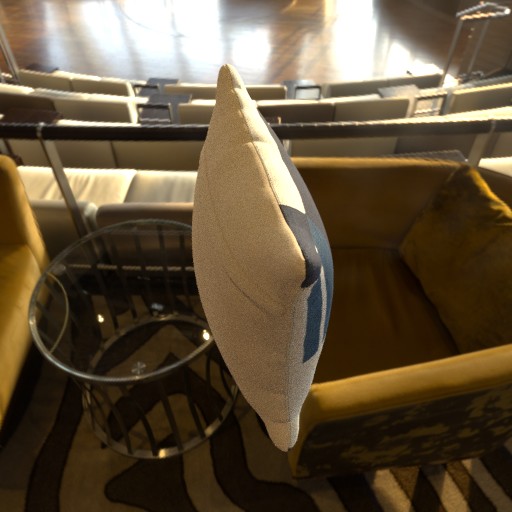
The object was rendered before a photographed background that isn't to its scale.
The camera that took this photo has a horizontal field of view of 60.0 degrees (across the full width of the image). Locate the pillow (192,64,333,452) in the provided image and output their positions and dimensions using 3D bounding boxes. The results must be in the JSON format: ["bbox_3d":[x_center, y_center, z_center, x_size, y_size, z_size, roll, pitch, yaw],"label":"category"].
[{"bbox_3d":[0.000,0.000,0.815,0.229,0.506,0.536,-9,47,-9],"label":"pillow"}]
